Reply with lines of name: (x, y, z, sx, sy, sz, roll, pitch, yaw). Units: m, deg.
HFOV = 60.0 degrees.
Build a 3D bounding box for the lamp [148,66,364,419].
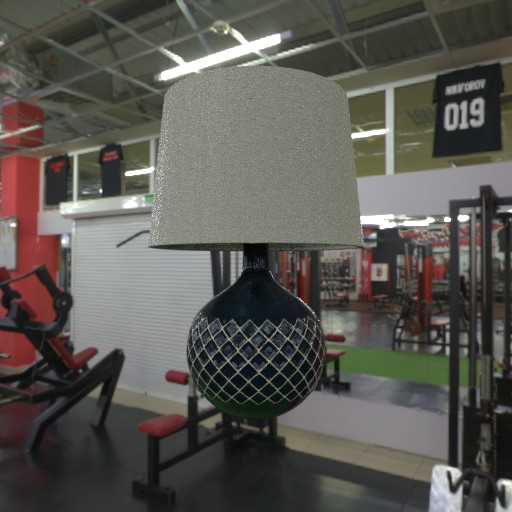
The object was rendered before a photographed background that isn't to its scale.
lamp: (0.000, 0.000, 0.793, 0.376, 0.540, 0.376, 0, -1, 0)
